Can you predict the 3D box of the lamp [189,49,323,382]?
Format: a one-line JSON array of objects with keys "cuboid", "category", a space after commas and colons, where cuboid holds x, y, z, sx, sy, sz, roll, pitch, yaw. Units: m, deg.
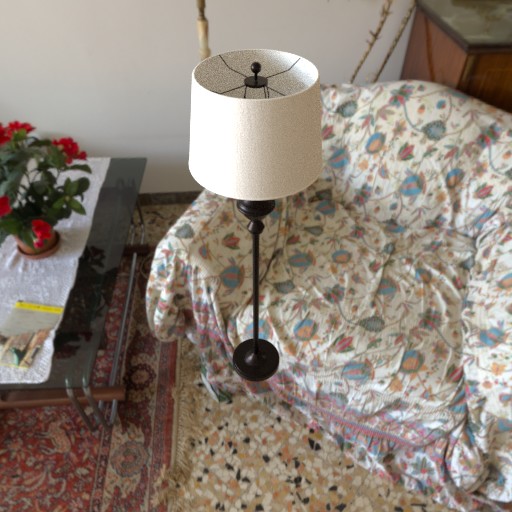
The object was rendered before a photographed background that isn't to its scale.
[{"cuboid": [0.000, 0.000, 1.733, 0.431, 1.484, 0.431, 0, 44, 0], "category": "lamp"}]
